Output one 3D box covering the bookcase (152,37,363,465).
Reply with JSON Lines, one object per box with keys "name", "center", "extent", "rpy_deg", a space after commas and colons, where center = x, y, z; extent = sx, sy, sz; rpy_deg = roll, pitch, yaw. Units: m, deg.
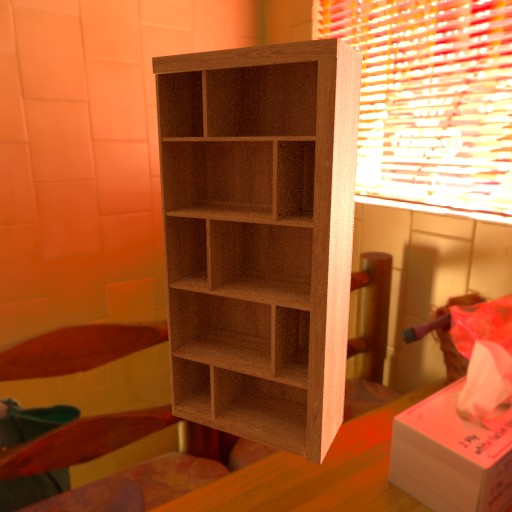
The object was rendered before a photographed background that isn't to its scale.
{"name": "bookcase", "center": [0.000, 0.000, 2.422], "extent": [0.950, 2.020, 0.420], "rpy_deg": [7, 16, 26]}
